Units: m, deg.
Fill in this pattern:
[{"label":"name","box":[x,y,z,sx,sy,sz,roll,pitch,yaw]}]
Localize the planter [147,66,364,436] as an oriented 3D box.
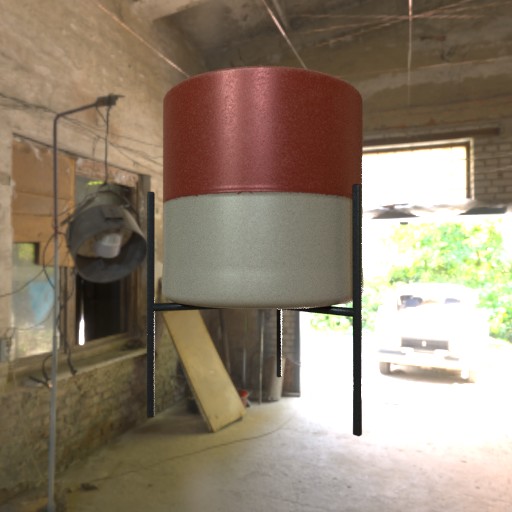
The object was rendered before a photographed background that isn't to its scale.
[{"label":"planter","box":[0.000,0.000,0.525,0.251,0.354,0.235,0,0,-17]}]
